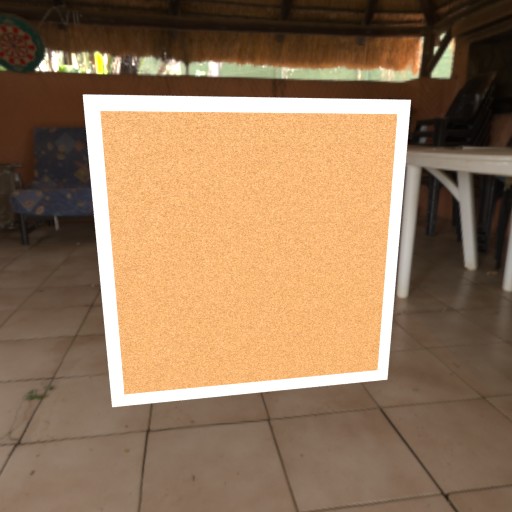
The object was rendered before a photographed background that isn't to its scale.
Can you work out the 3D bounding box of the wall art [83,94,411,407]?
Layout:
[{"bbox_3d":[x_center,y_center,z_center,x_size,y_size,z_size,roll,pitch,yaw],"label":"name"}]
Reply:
[{"bbox_3d":[0.000,0.000,1.132,0.762,0.762,0.038,-3,15,-10],"label":"wall art"}]
